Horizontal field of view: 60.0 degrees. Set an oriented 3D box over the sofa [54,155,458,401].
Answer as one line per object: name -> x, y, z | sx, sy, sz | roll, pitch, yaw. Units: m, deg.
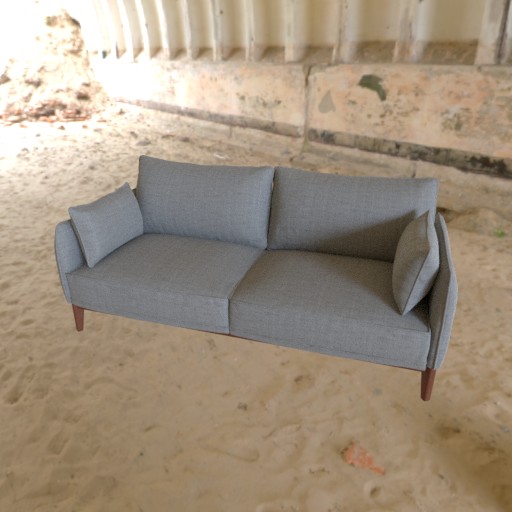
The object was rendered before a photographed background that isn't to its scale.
sofa -> 0.000, 0.000, 2.443 | 1.989, 0.851, 0.972 | 7, 26, 16
